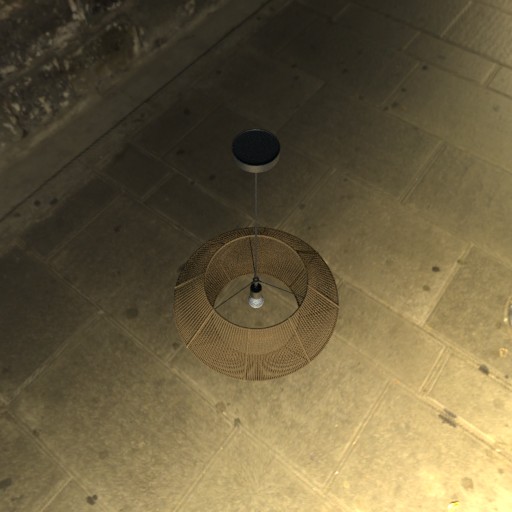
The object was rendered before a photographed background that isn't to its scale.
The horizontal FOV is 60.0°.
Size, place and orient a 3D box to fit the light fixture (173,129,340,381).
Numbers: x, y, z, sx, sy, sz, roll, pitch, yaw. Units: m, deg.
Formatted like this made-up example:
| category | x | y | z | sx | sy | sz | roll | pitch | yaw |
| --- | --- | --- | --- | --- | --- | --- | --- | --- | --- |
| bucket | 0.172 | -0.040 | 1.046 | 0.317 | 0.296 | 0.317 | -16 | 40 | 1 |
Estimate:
| category | x | y | z | sx | sy | sz | roll | pitch | yaw |
| --- | --- | --- | --- | --- | --- | --- | --- | --- | --- |
| light fixture | 0.000 | 0.000 | 1.413 | 0.643 | 1.009 | 0.643 | 0 | 62 | 0 |
